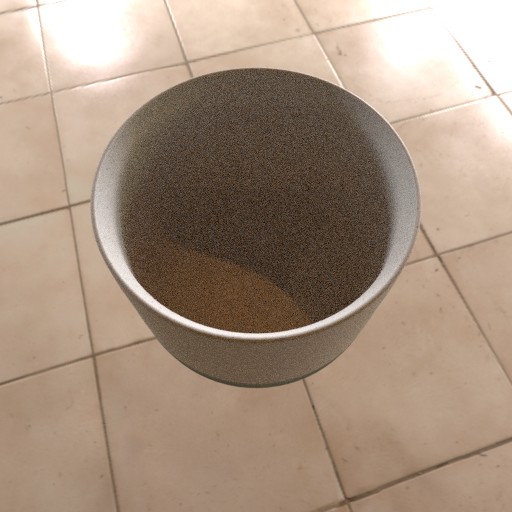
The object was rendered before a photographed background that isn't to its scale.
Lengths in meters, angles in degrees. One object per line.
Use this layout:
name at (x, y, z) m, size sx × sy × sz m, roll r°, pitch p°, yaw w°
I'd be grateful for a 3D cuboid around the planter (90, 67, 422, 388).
planter at (0.000, 0.000, 0.479) m, size 0.268 × 0.270 × 0.268 m, roll 0°, pitch 64°, yaw 0°
